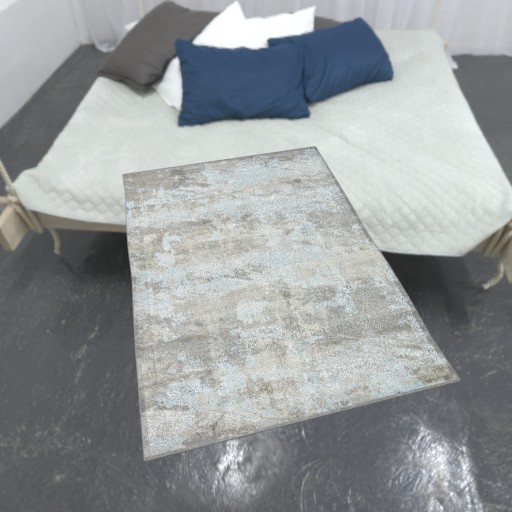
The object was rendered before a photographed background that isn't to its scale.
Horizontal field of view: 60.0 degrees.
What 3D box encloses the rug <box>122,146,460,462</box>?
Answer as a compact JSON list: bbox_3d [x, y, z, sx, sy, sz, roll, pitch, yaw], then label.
[{"bbox_3d":[0.000,0.000,4.270,2.393,0.013,3.307,-11,48,-10],"label":"rug"}]
